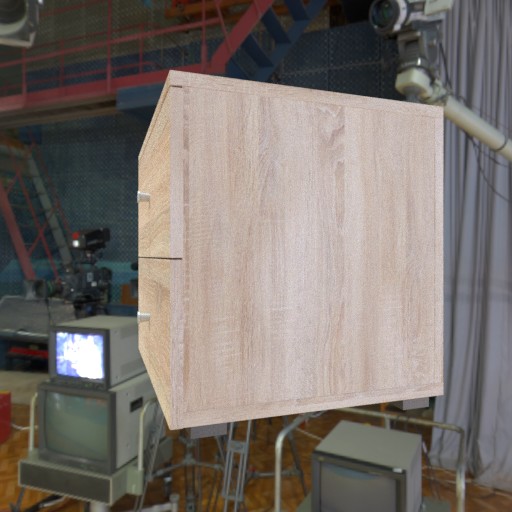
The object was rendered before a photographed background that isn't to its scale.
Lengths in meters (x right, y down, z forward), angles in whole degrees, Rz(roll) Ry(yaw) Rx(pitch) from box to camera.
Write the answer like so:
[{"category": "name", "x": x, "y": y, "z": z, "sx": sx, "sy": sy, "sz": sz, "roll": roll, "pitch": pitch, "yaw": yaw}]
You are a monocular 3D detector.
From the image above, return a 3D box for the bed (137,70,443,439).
[{"category": "bed", "x": 0.000, "y": 0.000, "z": 0.776, "sx": 0.401, "sy": 0.420, "sz": 0.460, "roll": 0, "pitch": 0, "yaw": -19}]
